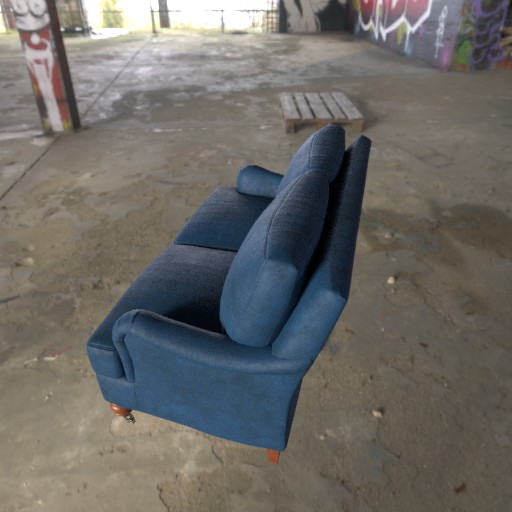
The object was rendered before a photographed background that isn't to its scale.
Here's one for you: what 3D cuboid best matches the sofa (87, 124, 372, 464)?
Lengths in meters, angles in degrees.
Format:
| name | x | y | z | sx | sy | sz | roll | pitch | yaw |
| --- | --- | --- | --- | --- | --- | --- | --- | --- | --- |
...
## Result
| name | x | y | z | sx | sy | sz | roll | pitch | yaw |
| --- | --- | --- | --- | --- | --- | --- | --- | --- | --- |
| sofa | 0.000 | 0.000 | 2.498 | 1.084 | 1.101 | 1.853 | 8 | 33 | 13 |
